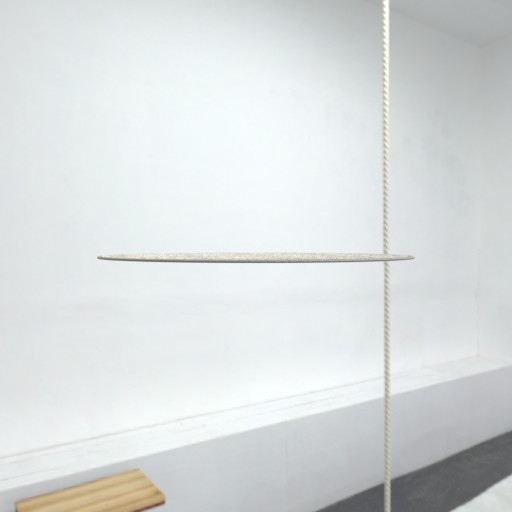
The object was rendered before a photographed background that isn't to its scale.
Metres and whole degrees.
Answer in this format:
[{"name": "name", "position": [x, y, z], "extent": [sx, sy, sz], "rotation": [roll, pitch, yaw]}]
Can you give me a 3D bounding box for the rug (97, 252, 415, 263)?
[{"name": "rug", "position": [0.000, 0.000, 2.357], "extent": [1.593, 0.012, 1.593], "rotation": [0, 1, 0]}]
